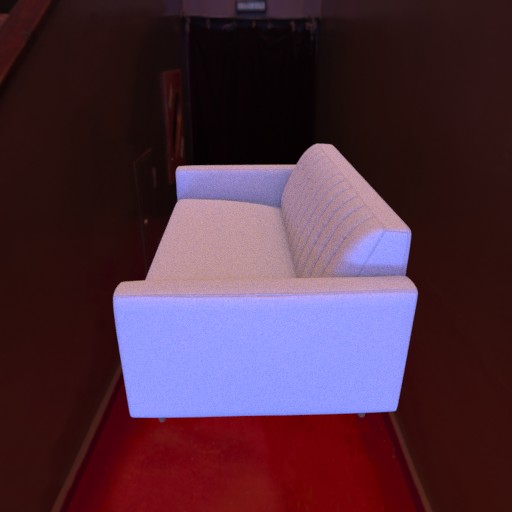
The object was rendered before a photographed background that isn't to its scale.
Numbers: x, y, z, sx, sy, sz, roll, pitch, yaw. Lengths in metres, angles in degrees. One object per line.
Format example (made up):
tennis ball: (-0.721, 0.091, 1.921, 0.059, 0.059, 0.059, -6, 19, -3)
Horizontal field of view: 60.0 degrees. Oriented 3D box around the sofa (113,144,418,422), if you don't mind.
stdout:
sofa: (0.000, 0.000, 2.128, 0.950, 0.801, 1.585, -1, 25, -2)
